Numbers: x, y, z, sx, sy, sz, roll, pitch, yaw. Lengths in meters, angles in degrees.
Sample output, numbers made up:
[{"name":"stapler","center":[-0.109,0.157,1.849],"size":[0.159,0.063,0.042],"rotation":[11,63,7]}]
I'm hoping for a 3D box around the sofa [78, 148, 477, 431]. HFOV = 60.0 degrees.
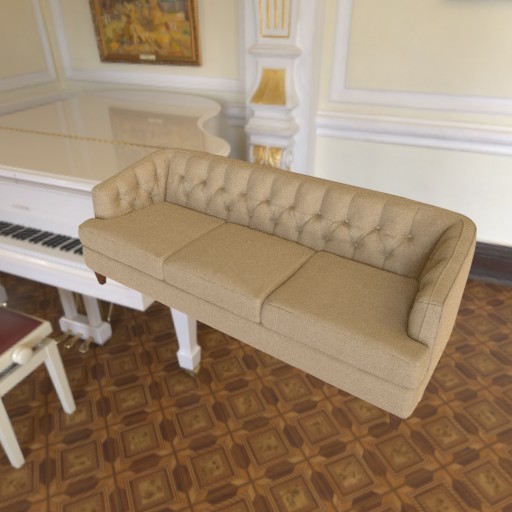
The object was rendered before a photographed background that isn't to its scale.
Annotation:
[{"name":"sofa","center":[0.000,0.000,2.644],"size":[2.235,0.788,0.913],"rotation":[19,35,30]}]
